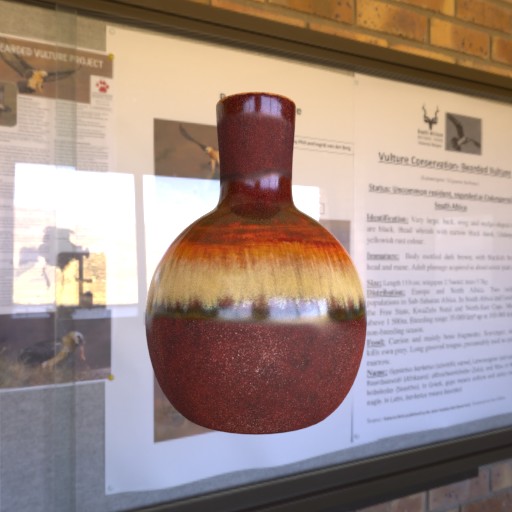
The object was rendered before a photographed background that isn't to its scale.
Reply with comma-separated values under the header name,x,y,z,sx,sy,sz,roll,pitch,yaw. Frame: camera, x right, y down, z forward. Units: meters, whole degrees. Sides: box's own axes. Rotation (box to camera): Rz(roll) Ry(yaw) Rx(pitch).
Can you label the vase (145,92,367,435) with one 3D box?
name,x,y,z,sx,sy,sz,roll,pitch,yaw
vase,0.000,0.000,0.228,0.111,0.154,0.111,0,0,0
